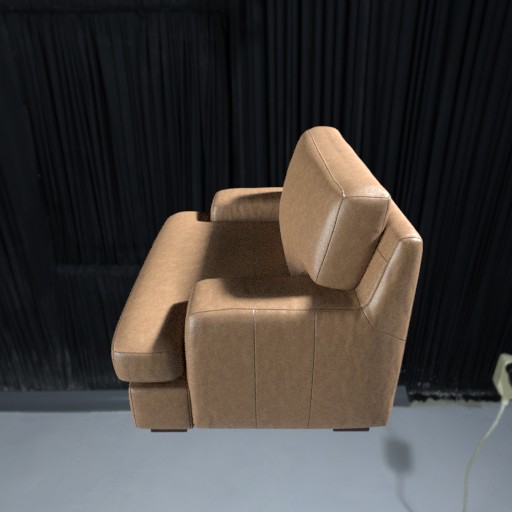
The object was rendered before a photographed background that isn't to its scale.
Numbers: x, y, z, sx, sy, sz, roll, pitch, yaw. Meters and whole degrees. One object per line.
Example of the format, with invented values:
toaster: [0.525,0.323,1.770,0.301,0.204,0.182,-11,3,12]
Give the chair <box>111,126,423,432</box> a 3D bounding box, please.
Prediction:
chair: [0.000,0.000,2.004,1.050,0.978,1.276,0,27,0]
